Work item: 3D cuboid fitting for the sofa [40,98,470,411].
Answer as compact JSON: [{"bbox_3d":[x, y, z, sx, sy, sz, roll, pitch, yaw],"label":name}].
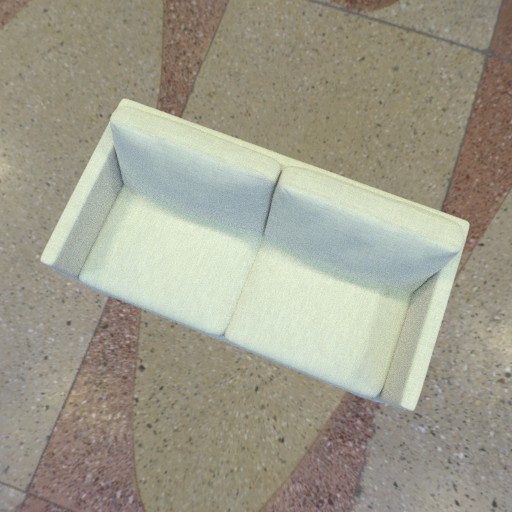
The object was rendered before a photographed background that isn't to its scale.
[{"bbox_3d":[0.000,0.000,2.341,1.838,0.963,0.950,21,78,5],"label":"sofa"}]
